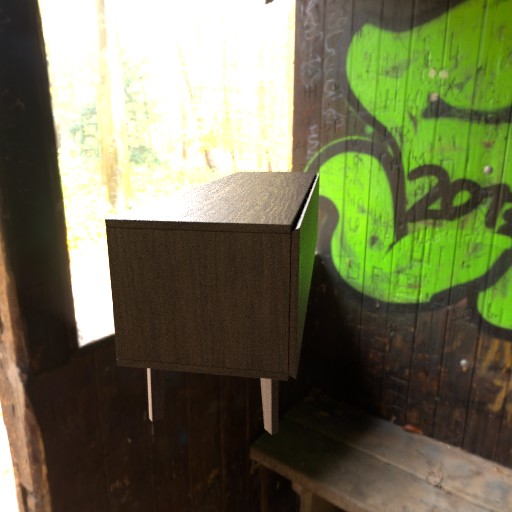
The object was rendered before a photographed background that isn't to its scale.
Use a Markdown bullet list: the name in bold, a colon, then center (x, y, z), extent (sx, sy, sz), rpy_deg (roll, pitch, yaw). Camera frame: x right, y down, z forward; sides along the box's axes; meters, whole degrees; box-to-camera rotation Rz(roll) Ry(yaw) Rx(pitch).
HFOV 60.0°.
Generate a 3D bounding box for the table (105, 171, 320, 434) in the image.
- **table**: center (0.000, 0.000, 1.617), extent (0.405, 0.508, 1.397), rpy_deg (2, 15, 9)
